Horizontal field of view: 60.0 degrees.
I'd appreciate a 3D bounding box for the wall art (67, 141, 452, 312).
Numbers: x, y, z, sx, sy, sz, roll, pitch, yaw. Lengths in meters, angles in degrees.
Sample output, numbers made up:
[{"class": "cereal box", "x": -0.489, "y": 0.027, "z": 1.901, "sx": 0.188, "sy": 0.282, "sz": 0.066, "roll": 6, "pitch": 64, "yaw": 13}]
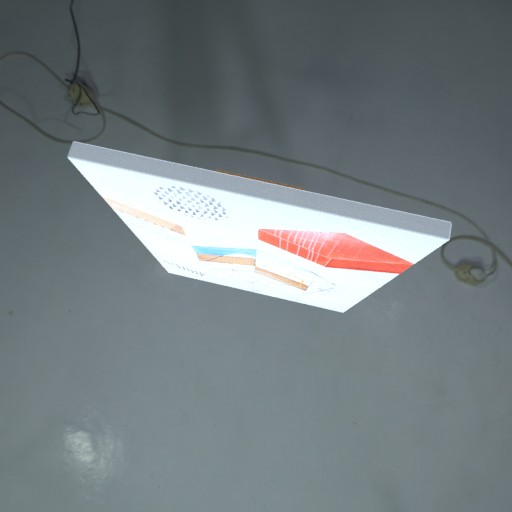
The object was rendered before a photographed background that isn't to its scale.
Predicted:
[{"class": "wall art", "x": 0.000, "y": 0.000, "z": 1.104, "sx": 0.613, "sy": 0.848, "sz": 0.036, "roll": 13, "pitch": 76, "yaw": 3}]
